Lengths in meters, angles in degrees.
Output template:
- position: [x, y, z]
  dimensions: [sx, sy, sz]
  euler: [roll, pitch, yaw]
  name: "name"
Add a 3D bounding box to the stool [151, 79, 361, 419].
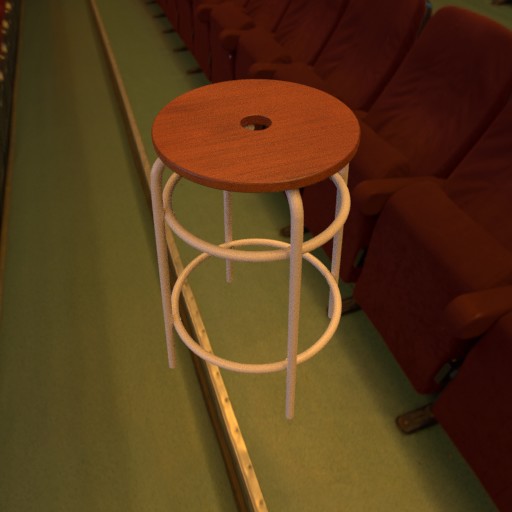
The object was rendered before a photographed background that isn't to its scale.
- position: [0.000, 0.000, 0.932]
  dimensions: [0.455, 0.610, 0.455]
  euler: [-15, 47, -14]
  name: "stool"
